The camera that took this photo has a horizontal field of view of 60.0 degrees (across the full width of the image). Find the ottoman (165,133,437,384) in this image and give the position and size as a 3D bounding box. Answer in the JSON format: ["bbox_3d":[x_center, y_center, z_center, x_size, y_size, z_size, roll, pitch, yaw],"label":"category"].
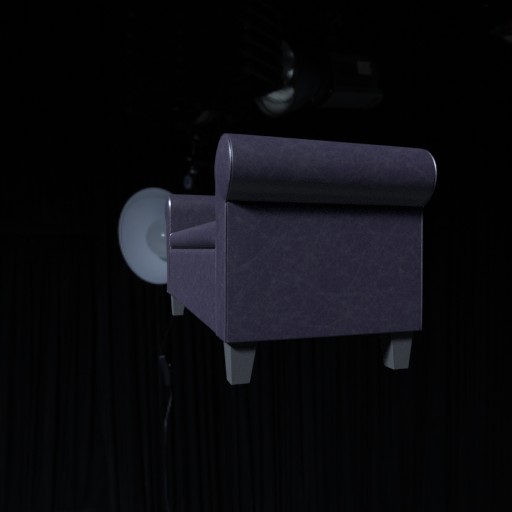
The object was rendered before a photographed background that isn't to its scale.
[{"bbox_3d":[0.000,0.000,1.567,0.521,0.547,1.256,0,1,-17],"label":"ottoman"}]
